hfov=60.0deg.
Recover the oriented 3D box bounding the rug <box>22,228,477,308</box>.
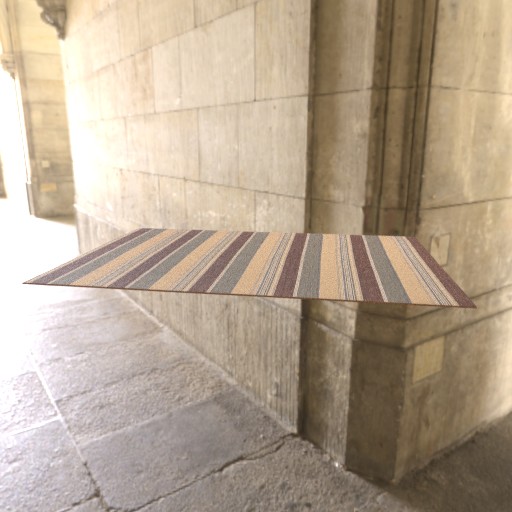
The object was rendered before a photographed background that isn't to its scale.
[{"bbox_3d":[0.000,0.000,2.332,1.829,0.008,1.219,2,15,9],"label":"rug"}]
